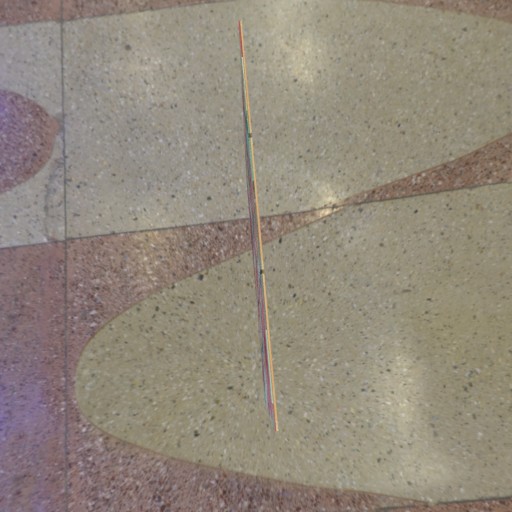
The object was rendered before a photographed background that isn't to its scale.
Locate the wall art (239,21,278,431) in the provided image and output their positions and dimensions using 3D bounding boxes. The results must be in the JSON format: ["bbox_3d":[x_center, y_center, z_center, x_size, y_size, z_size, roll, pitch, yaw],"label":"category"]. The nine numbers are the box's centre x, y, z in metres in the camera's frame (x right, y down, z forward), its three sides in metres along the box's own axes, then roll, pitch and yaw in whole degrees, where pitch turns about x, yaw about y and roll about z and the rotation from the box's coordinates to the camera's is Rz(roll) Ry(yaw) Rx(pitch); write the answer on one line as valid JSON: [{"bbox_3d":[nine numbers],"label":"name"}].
[{"bbox_3d":[0.000,0.000,2.288,0.013,1.519,1.521,-5,75,-1],"label":"wall art"}]
